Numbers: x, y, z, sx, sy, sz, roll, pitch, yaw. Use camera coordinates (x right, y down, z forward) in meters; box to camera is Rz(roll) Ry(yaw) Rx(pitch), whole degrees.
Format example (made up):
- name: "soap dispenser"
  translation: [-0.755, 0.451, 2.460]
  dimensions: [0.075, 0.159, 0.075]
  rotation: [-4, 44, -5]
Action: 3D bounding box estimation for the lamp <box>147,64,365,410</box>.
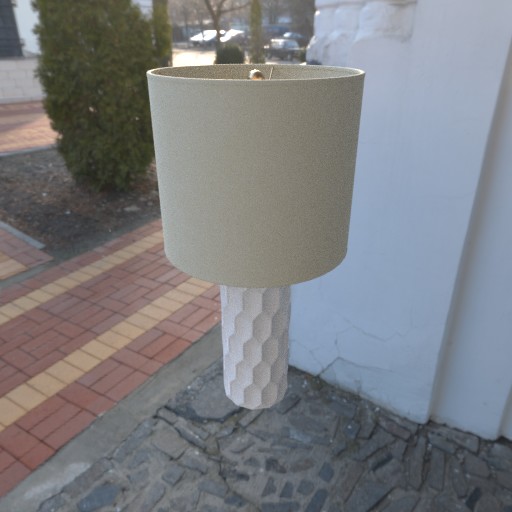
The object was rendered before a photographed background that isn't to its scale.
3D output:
- name: "lamp"
  translation: [0.000, 0.000, 0.693]
  dimensions: [0.277, 0.537, 0.277]
  rotation: [-20, 33, -35]
